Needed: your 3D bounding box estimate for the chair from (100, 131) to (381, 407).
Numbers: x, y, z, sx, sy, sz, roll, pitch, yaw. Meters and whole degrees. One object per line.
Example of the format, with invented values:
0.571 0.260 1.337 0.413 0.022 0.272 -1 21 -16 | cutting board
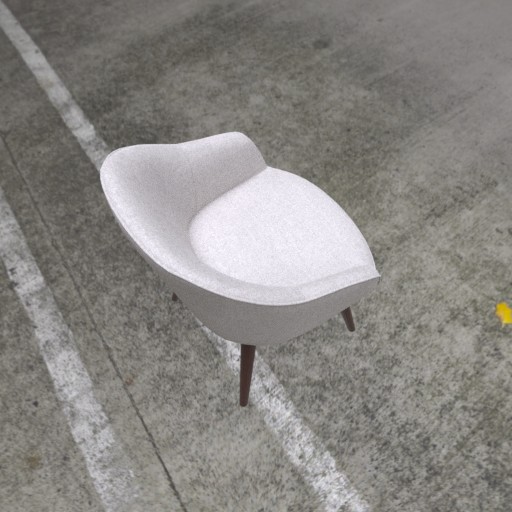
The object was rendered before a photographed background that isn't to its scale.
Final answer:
0.000 0.000 1.272 0.635 0.823 0.596 -30 62 -18 | chair
